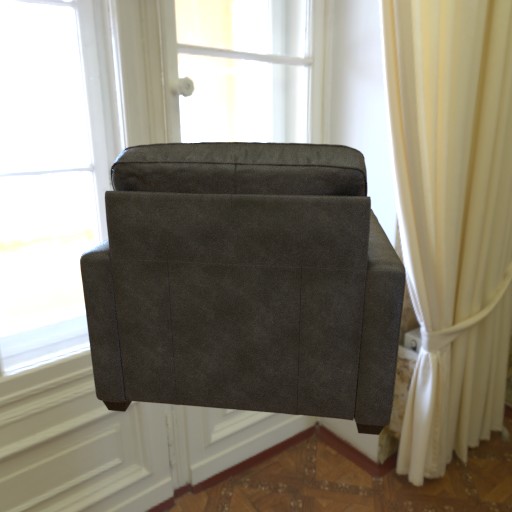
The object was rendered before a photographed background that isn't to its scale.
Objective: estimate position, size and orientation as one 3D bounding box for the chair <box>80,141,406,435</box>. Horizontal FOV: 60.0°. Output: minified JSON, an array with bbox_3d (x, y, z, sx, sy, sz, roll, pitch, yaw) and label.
[{"bbox_3d":[0.000,0.000,1.768,1.006,0.916,0.939,2,17,8],"label":"chair"}]
